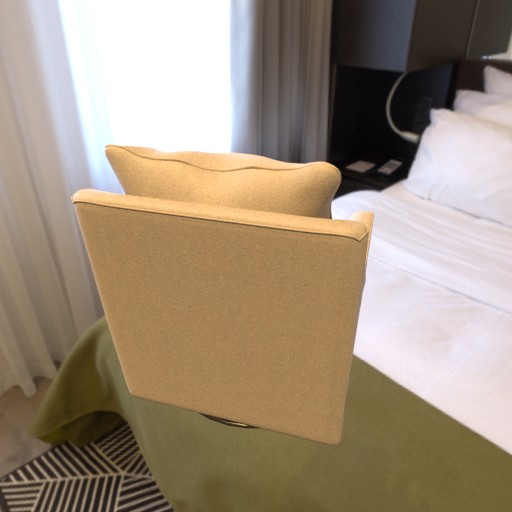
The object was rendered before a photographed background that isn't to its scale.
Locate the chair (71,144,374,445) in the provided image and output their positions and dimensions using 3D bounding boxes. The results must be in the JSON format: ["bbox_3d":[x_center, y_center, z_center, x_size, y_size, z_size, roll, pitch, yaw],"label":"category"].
[{"bbox_3d":[0.000,0.000,1.555,0.760,0.942,0.876,8,31,14],"label":"chair"}]
